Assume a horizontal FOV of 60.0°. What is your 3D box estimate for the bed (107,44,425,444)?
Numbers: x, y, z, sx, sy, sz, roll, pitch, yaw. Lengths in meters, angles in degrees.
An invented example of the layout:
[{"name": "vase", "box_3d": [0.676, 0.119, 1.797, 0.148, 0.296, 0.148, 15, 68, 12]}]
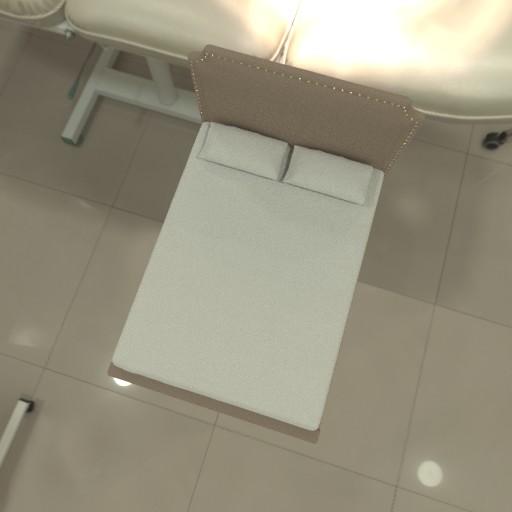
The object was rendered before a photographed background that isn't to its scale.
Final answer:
[{"name": "bed", "box_3d": [0.000, 0.000, 3.381, 1.713, 1.443, 2.372, 17, 76, 4]}]
